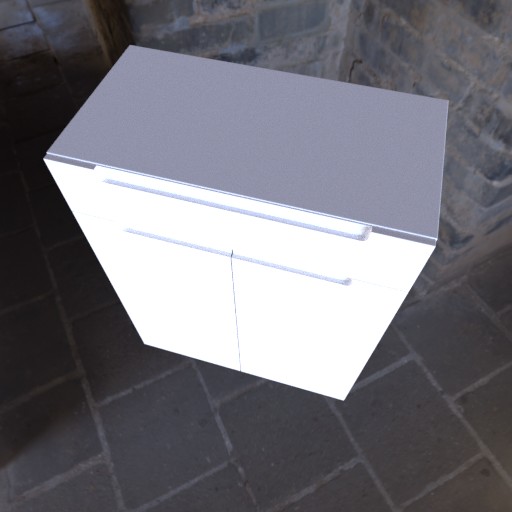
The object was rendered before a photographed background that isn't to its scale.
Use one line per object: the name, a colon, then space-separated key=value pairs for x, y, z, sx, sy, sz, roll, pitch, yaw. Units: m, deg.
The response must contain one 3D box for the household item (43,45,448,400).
household item: x=0.000 y=0.000 z=1.379 sx=0.790 sy=1.010 sz=0.420 roll=14 pitch=58 yaw=9
